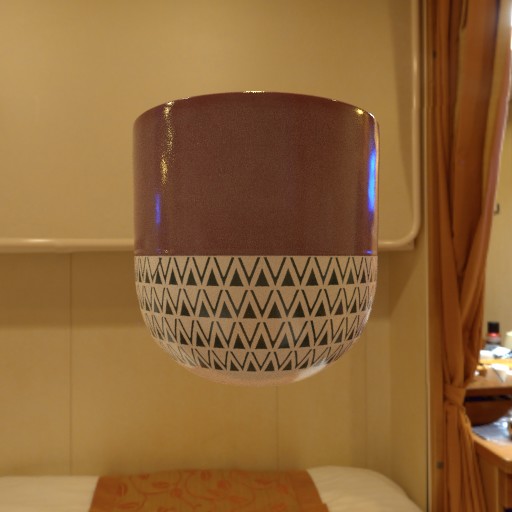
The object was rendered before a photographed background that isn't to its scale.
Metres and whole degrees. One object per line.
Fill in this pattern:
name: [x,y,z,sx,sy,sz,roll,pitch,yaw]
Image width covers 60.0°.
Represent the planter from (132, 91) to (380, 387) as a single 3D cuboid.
planter: [0.000,0.000,0.495,0.266,0.270,0.266,0,0,0]
